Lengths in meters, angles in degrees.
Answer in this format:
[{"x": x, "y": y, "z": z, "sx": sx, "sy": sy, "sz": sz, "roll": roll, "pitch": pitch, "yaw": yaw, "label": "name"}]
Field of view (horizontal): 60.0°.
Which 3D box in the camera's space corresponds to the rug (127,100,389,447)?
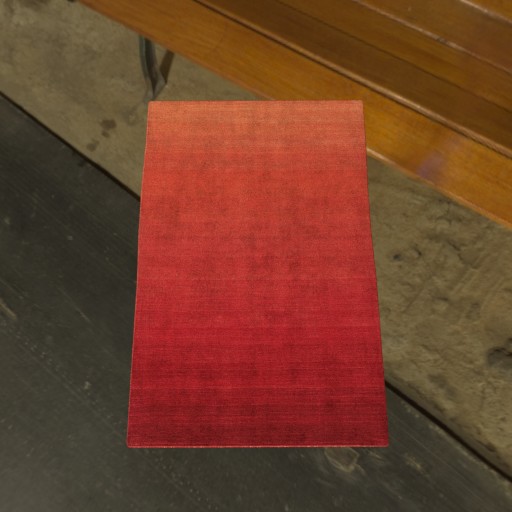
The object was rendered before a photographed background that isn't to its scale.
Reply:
[{"x": 0.000, "y": 0.000, "z": 2.293, "sx": 1.230, "sy": 0.018, "sz": 1.835, "roll": 0, "pitch": 75, "yaw": 0, "label": "rug"}]
